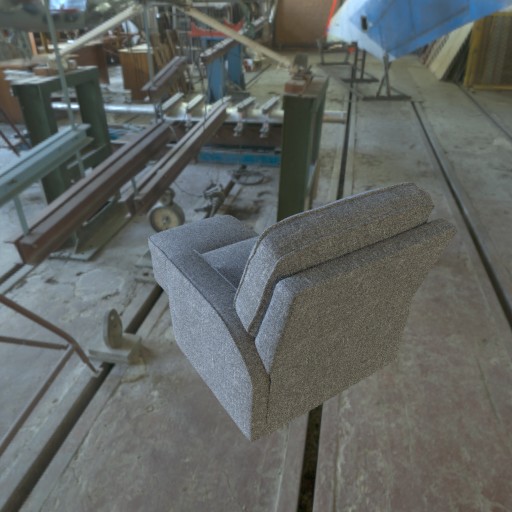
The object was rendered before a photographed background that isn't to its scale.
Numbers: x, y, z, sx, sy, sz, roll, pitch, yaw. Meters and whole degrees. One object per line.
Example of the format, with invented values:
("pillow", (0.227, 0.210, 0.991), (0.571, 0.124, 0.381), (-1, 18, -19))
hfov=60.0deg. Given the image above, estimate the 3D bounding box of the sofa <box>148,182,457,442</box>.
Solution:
("sofa", (0.000, 0.000, 2.100), (0.861, 0.959, 1.472), (-19, 36, -29))
